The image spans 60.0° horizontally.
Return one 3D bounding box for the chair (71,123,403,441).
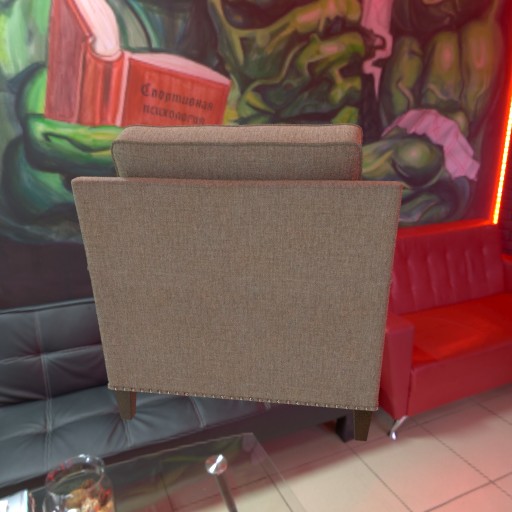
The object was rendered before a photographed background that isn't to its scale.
[{"bbox_3d":[0.000,0.000,1.668,0.853,0.943,1.014,2,16,8],"label":"chair"}]
